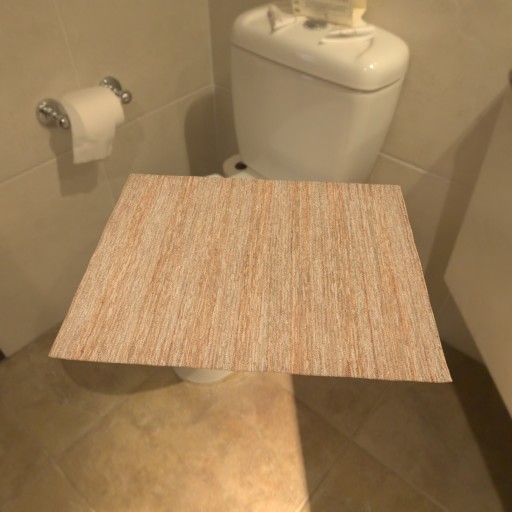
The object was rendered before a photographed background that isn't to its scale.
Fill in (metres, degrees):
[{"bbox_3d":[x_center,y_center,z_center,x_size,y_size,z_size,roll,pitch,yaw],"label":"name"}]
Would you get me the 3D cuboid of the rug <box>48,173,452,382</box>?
[{"bbox_3d":[0.000,0.000,3.986,2.939,0.009,2.313,3,46,3],"label":"rug"}]
